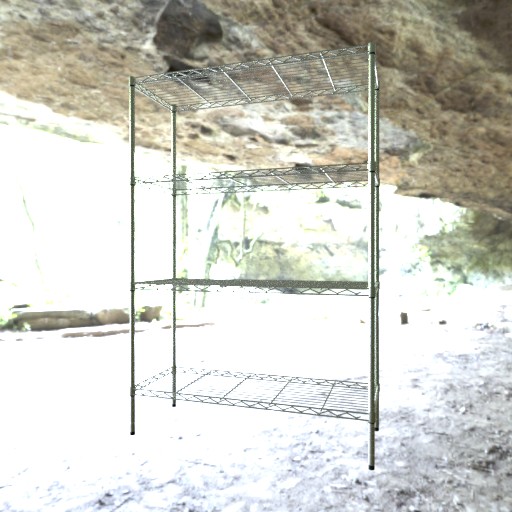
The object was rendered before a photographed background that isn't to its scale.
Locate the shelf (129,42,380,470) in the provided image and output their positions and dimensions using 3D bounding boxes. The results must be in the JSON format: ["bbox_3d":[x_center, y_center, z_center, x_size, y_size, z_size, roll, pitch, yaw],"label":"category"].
[{"bbox_3d":[0.000,0.000,1.706,0.907,1.360,0.352,0,0,18],"label":"shelf"}]
